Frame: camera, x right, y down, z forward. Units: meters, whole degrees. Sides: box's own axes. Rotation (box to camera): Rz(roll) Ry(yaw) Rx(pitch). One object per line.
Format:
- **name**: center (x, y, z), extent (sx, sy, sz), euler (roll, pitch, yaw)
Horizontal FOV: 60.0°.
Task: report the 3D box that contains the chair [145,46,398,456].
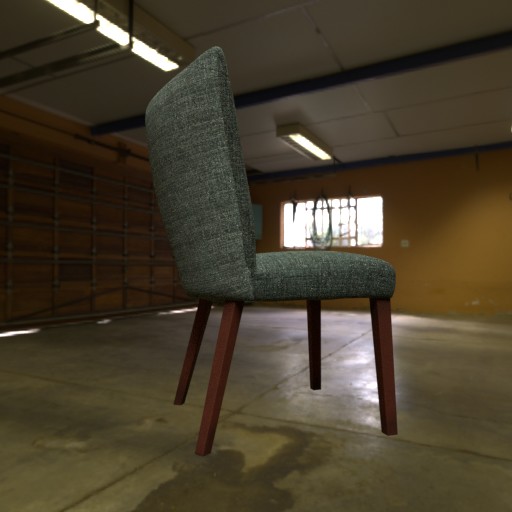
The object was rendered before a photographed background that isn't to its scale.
- **chair**: center (0.000, 0.000, 1.278), extent (0.623, 0.924, 0.535), euler (0, -2, -18)
